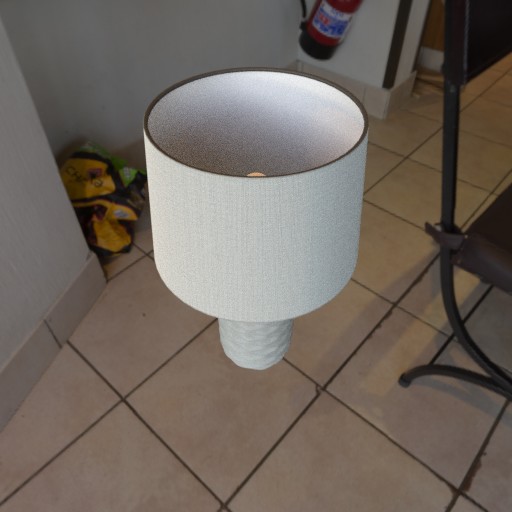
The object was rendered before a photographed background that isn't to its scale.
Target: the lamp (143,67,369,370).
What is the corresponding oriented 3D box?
[{"bbox_3d":[0.000,0.000,0.857,0.376,0.594,0.376,0,45,0],"label":"lamp"}]
